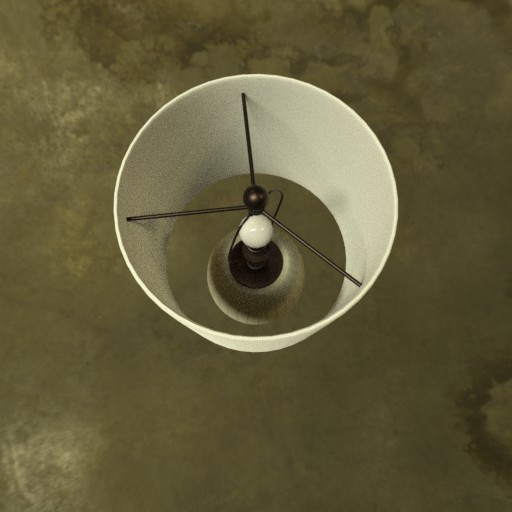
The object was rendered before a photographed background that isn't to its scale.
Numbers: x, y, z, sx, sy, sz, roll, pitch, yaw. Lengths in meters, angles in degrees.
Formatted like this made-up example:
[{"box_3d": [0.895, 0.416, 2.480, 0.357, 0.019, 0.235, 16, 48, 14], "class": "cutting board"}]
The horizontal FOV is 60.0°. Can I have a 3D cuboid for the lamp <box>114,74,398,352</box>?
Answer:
[{"box_3d": [0.000, 0.000, 0.773, 0.329, 0.570, 0.329, 38, 79, 9], "class": "lamp"}]
